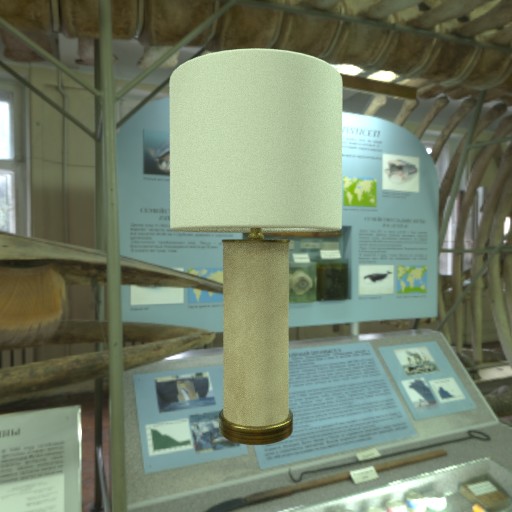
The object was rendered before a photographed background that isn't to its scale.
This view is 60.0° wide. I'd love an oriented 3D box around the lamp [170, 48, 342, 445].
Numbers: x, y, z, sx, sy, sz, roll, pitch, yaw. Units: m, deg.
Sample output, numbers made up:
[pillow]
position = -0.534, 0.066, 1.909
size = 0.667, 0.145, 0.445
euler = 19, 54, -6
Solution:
[lamp]
position = 0.000, 0.000, 0.805
size = 0.305, 0.634, 0.305
euler = 1, 2, 36
